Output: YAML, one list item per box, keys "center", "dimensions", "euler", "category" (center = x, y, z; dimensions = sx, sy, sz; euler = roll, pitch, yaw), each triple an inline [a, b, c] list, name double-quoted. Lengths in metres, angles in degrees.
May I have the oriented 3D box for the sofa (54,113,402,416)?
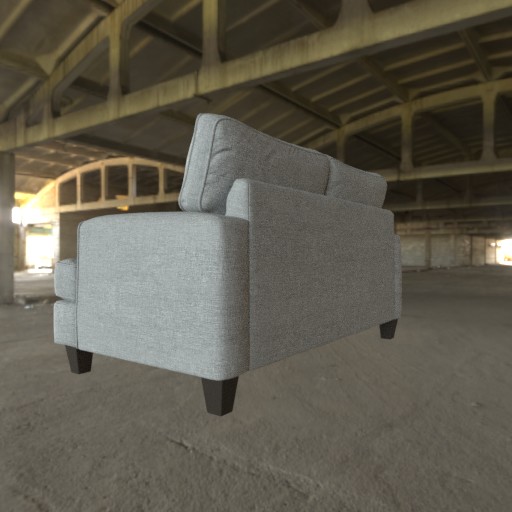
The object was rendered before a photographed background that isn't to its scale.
- center: [0.000, 0.000, 2.222]
  dimensions: [0.965, 0.965, 1.651]
  euler: [0, 1, 36]
  category: "sofa"
